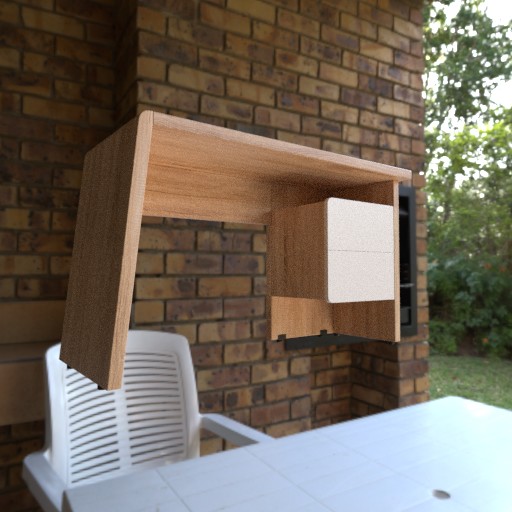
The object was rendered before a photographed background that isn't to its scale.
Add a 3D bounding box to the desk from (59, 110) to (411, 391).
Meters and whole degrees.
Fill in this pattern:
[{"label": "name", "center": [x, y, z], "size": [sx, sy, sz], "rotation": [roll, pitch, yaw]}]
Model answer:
[{"label": "desk", "center": [0.000, 0.000, 1.709], "size": [1.300, 0.750, 0.500], "rotation": [2, -3, -37]}]
